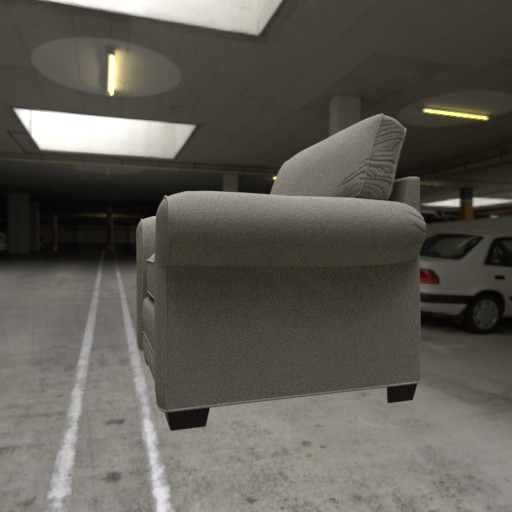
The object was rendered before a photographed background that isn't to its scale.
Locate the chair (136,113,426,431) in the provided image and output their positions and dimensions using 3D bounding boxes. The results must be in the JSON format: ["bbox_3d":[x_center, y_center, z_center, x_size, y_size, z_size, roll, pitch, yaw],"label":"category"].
[{"bbox_3d":[0.000,0.000,1.902,0.939,1.044,1.147,0,0,-19],"label":"chair"}]
